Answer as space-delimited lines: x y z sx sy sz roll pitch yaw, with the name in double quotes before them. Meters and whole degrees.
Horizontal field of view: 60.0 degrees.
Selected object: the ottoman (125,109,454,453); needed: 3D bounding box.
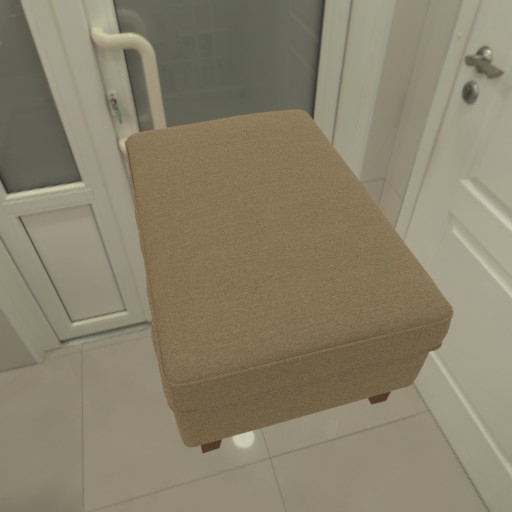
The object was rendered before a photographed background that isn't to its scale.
"ottoman" 0.000 0.000 1.311 0.636 0.521 0.945 -12 47 -11
